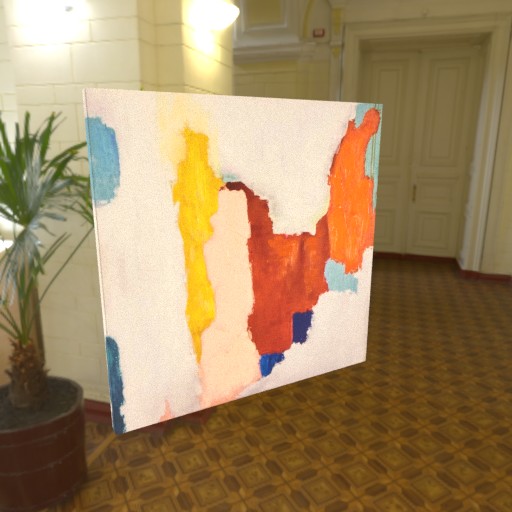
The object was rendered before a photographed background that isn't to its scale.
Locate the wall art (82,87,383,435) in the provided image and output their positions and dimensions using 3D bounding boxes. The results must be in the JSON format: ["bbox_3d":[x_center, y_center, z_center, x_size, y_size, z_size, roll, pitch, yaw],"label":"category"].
[{"bbox_3d":[0.000,0.000,1.206,0.814,0.814,0.037,-8,16,-28],"label":"wall art"}]
